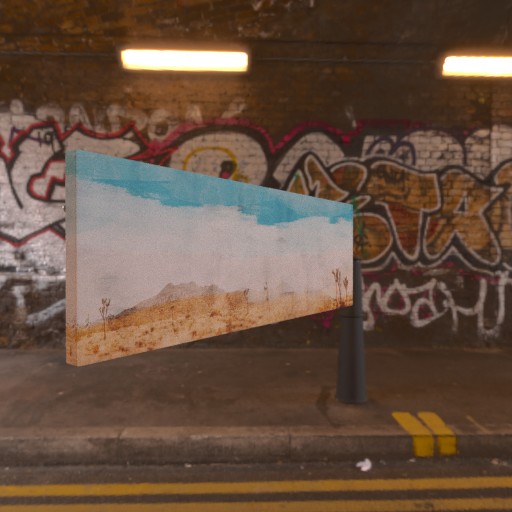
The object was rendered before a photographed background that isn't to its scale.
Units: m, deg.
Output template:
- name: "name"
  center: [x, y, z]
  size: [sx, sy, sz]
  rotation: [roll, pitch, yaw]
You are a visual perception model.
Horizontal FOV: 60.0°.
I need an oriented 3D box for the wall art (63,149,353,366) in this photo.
- name: "wall art"
  center: [0.000, 0.000, 0.829]
  size: [0.044, 0.254, 0.759]
  rotation: [0, 1, 37]
